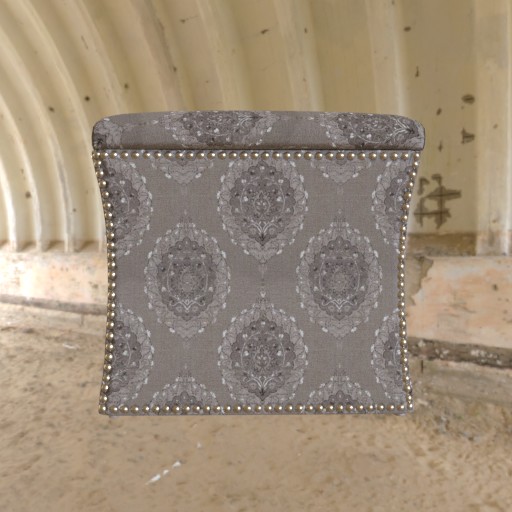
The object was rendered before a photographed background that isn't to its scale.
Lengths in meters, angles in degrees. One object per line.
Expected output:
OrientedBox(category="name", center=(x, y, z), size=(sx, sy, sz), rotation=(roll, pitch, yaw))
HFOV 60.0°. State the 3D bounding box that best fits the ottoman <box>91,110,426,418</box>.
OrientedBox(category="ottoman", center=(0.000, 0.000, 0.883), size=(0.507, 0.473, 0.497), rotation=(0, 2, -1))
